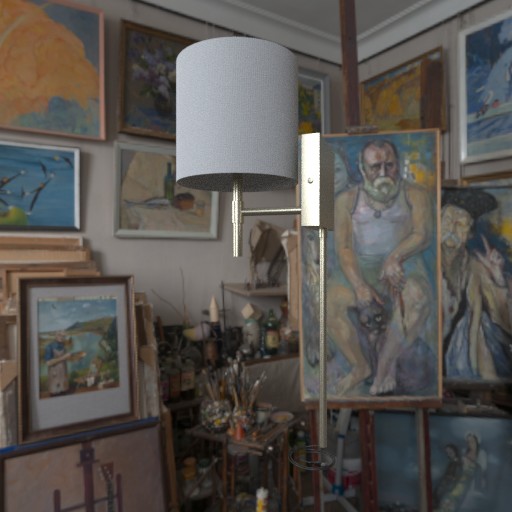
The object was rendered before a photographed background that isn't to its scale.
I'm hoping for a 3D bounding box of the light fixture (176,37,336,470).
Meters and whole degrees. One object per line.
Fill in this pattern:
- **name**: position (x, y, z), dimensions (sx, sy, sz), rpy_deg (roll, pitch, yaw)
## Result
- **light fixture**: position (0.000, 0.000, 0.680), dimensions (0.248, 0.589, 0.188), rpy_deg (0, 0, 19)
